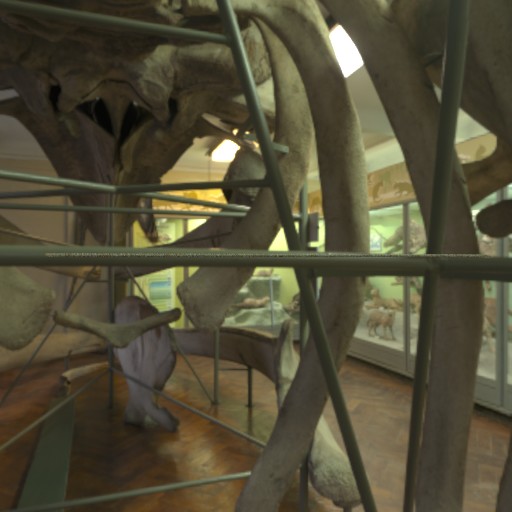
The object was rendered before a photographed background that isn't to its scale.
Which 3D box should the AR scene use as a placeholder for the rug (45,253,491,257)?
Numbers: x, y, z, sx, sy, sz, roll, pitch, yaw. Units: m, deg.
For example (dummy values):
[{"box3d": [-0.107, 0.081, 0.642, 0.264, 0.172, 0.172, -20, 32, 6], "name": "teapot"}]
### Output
[{"box3d": [0.000, 0.000, 2.297, 1.824, 0.010, 1.240, 0, 0, -17], "name": "rug"}]
